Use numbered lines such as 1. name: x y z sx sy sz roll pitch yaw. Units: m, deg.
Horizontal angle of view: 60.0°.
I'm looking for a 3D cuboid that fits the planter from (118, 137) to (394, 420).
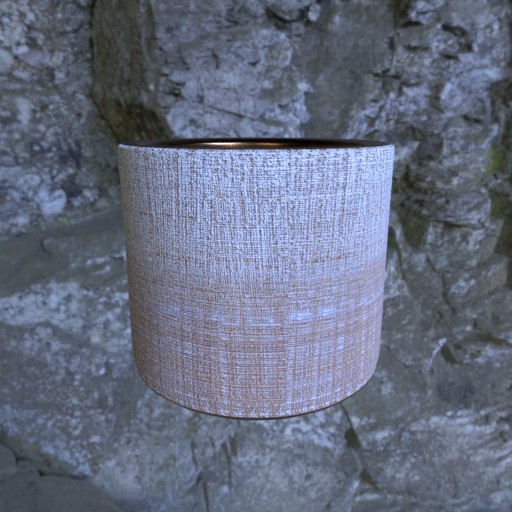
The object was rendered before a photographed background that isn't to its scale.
1. planter: 0.000 0.000 0.191 0.109 0.096 0.109 0 17 0
